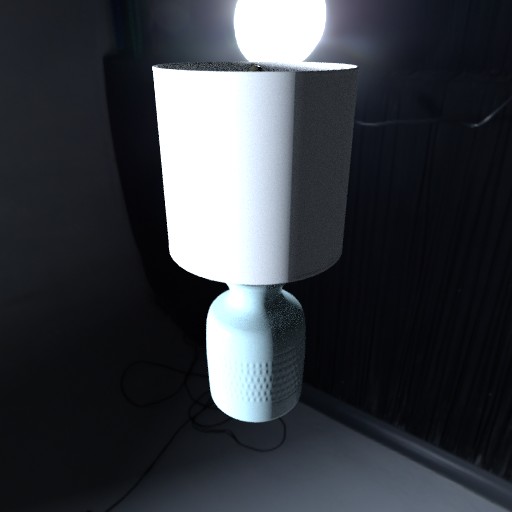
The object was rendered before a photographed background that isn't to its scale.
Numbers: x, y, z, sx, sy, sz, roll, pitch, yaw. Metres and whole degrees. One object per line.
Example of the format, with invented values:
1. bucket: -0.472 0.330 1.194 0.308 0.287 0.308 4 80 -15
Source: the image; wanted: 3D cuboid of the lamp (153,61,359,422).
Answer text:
1. lamp: 0.000 0.000 1.102 0.418 0.871 0.418 17 31 32
